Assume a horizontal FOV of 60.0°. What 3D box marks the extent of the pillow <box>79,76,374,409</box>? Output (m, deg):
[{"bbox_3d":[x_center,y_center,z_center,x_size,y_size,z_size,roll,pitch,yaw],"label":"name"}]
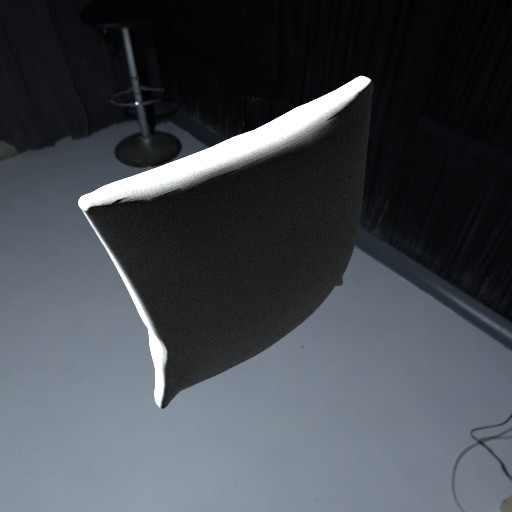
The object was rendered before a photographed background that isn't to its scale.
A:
[{"bbox_3d":[0.000,0.000,0.777,0.496,0.491,0.219,-31,54,-26],"label":"pillow"}]
